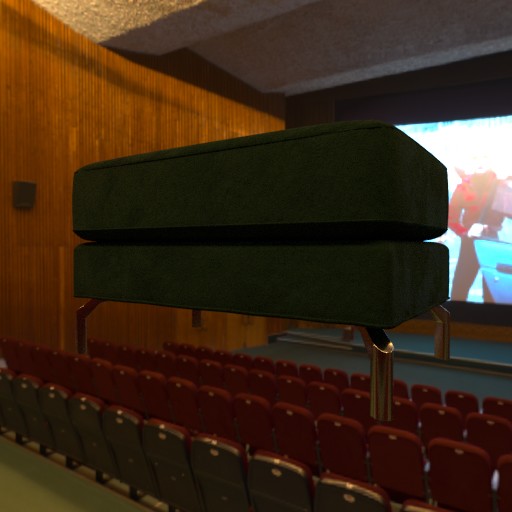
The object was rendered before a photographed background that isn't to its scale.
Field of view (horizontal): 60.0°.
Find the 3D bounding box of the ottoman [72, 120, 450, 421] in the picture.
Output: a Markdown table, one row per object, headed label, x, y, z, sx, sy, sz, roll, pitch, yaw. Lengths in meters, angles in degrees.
| label | x | y | z | sx | sy | sz | roll | pitch | yaw |
| --- | --- | --- | --- | --- | --- | --- | --- | --- | --- |
| ottoman | 0.000 | 0.000 | 1.177 | 0.886 | 0.533 | 0.536 | 1 | 1 | 34 |
